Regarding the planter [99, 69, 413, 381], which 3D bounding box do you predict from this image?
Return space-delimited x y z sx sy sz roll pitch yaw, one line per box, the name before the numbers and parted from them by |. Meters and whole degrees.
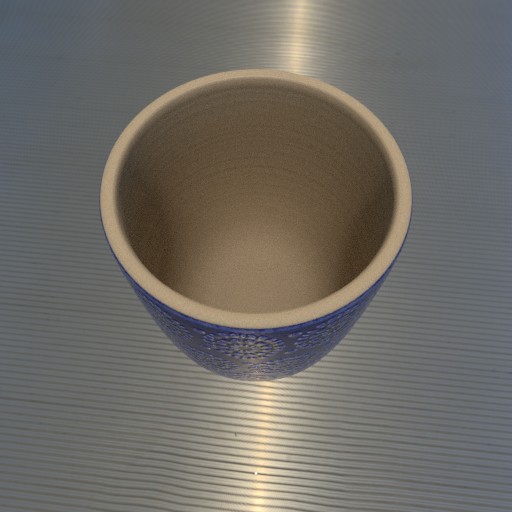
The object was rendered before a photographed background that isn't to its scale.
planter | 0.000 0.000 0.349 0.184 0.206 0.184 0 64 0
